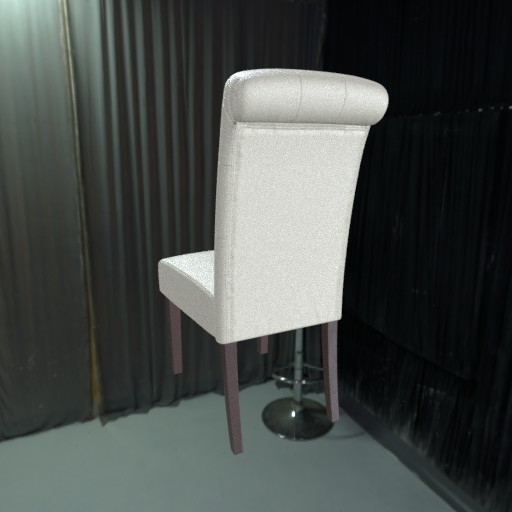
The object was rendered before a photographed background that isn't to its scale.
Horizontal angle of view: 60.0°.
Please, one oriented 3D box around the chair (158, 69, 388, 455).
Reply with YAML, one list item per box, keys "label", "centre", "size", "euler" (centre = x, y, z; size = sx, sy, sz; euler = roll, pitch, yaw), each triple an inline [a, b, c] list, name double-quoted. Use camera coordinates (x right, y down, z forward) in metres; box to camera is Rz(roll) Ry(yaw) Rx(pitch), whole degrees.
- label: "chair"
  centre: [0.000, 0.000, 1.388]
  size: [0.456, 1.006, 0.671]
  euler: [-7, 16, -26]
